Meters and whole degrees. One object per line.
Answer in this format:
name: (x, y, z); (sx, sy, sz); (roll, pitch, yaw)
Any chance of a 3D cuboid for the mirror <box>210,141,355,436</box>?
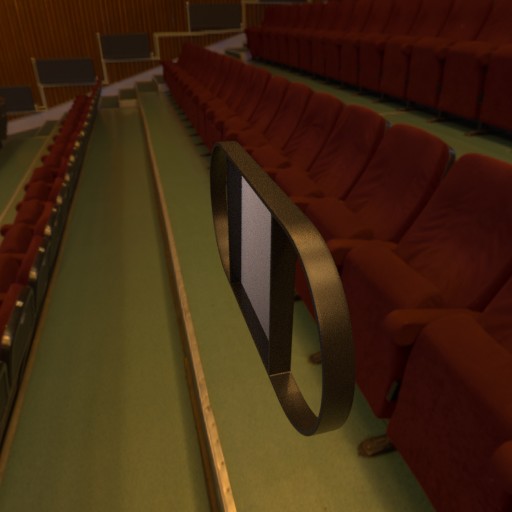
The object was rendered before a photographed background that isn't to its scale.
mirror: (0.000, 0.000, 0.665); (0.032, 0.254, 0.584); (-8, 30, -14)
